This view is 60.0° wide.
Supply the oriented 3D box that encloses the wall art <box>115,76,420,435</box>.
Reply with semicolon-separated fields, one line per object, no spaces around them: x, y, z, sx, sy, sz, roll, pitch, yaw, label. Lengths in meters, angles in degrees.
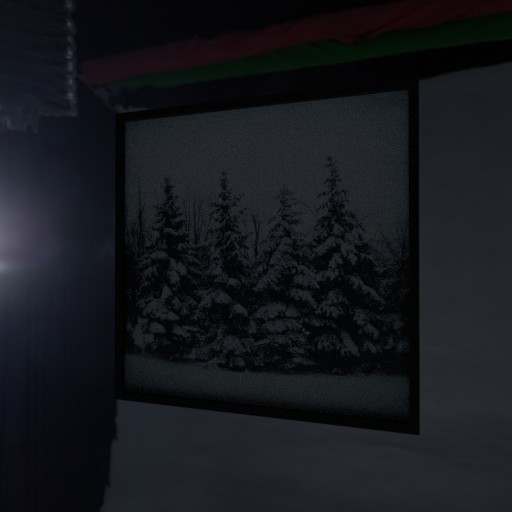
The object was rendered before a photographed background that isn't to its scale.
0.000;0.000;0.443;0.305;0.305;0.037;0;0;18;wall art
